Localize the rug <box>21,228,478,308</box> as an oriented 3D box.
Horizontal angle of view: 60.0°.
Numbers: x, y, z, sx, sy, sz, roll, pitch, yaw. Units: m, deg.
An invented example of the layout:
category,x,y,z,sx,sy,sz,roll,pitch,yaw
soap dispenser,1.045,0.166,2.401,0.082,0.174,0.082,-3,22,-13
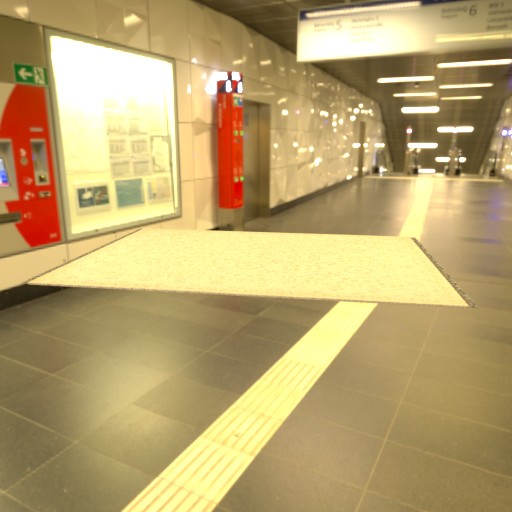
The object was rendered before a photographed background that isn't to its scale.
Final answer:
category,x,y,z,sx,sy,sz,roll,pitch,yaw
rug,0.000,0.000,2.848,2.233,0.011,1.514,2,15,9
